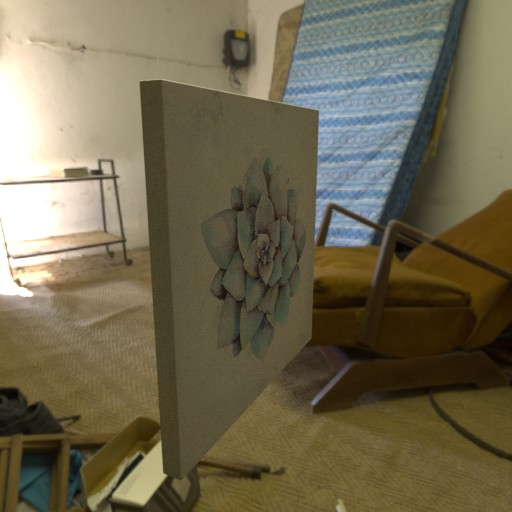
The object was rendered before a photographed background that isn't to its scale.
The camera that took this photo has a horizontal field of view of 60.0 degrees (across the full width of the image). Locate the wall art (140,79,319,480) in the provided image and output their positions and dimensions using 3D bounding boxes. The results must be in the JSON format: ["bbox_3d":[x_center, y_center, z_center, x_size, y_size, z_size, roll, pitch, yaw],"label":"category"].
[{"bbox_3d":[0.000,0.000,0.917,0.040,0.612,0.612,7,16,26],"label":"wall art"}]
